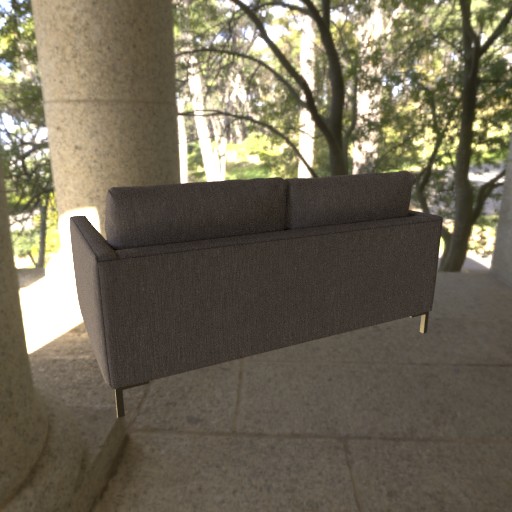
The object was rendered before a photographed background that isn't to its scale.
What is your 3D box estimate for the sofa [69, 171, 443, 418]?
[{"bbox_3d":[0.000,0.000,2.250,1.682,0.840,0.875,-8,17,-26],"label":"sofa"}]
